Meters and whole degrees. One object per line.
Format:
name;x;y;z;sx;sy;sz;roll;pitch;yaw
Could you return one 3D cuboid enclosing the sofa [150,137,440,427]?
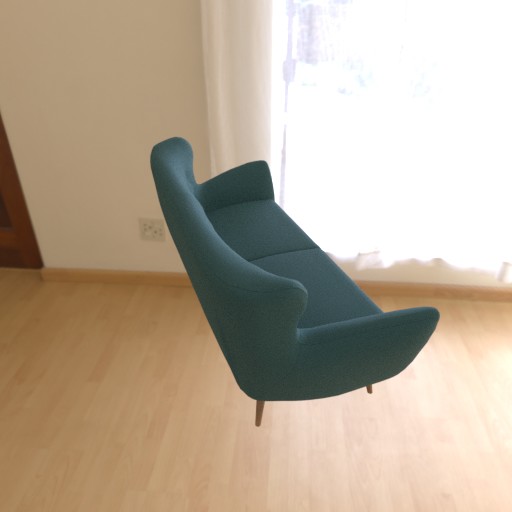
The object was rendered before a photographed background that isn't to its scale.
sofa;0.000;0.000;2.446;0.889;0.890;1.930;-11;33;-17
